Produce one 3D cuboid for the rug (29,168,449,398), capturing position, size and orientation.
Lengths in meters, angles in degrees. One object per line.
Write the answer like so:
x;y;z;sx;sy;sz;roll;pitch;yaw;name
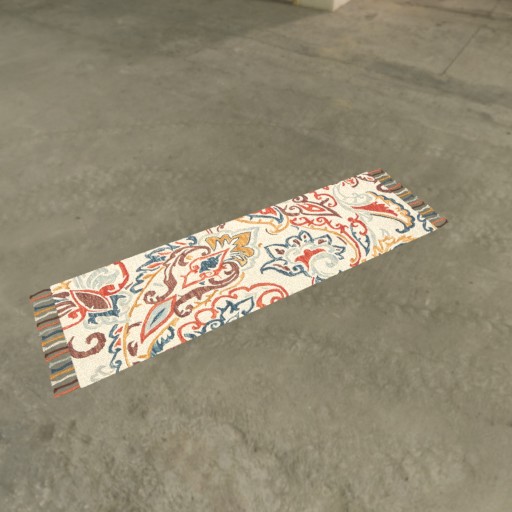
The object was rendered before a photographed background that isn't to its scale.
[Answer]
0.000;0.000;2.867;2.682;0.015;0.763;-22;50;-20;rug
